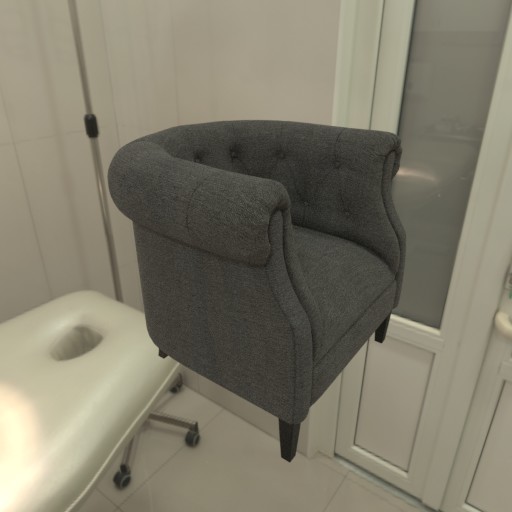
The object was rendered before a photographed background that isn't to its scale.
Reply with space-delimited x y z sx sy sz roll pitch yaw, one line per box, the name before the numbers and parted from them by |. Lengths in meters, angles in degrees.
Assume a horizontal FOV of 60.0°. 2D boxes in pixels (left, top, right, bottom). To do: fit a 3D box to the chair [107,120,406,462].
chair | 0.000 0.000 1.571 0.852 0.827 0.905 18 32 32
